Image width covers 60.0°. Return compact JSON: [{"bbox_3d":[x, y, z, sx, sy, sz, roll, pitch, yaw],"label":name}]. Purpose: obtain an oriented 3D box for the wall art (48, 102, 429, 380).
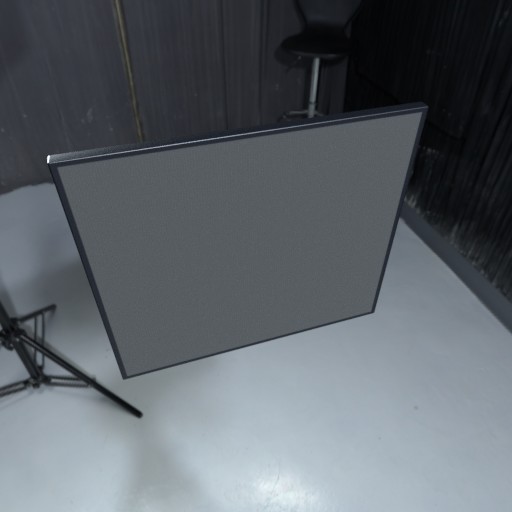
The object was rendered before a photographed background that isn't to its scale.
[{"bbox_3d":[0.000,0.000,0.736,0.521,0.450,0.018,-12,43,-14],"label":"wall art"}]
